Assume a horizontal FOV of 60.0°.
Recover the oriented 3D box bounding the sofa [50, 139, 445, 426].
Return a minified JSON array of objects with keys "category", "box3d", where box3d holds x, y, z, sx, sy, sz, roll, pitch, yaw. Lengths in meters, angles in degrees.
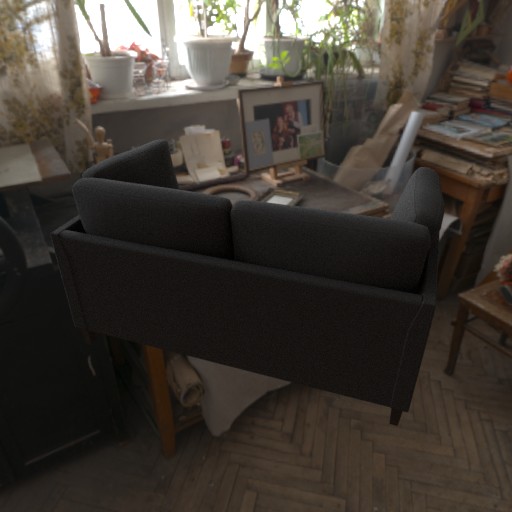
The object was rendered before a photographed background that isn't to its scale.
[{"category":"sofa","box3d":[0.000,0.000,2.331,1.751,0.920,0.969,10,32,16]}]
